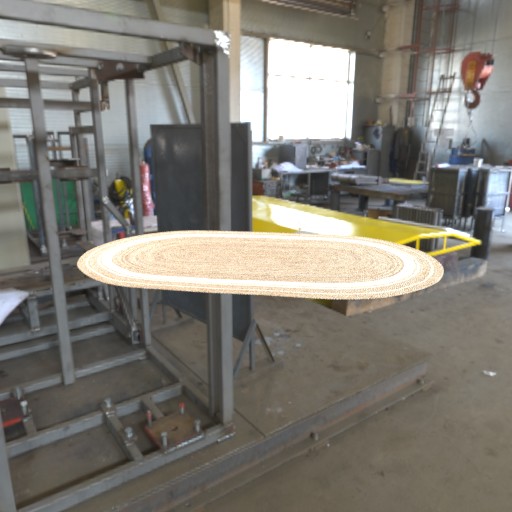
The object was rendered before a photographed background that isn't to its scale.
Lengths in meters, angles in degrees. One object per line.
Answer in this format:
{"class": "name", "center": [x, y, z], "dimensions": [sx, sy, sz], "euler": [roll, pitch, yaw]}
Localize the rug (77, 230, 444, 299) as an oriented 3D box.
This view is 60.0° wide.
{"class": "rug", "center": [0.000, 0.000, 3.070], "dimensions": [2.432, 0.006, 1.520], "euler": [2, 16, 9]}
